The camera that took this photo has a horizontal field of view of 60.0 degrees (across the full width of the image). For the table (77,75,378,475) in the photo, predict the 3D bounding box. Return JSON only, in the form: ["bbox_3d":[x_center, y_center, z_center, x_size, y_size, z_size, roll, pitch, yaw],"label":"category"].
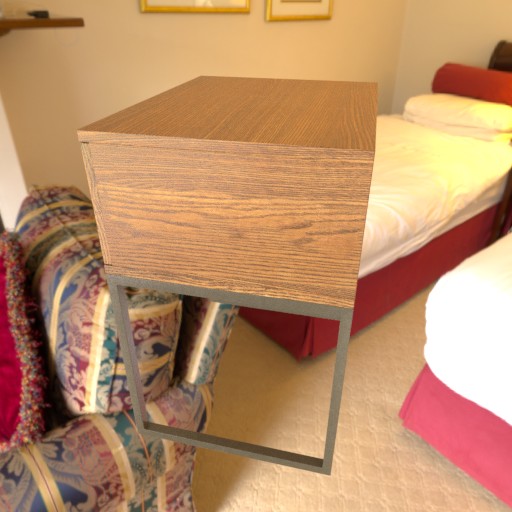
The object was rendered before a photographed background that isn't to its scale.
[{"bbox_3d":[0.000,0.000,0.905,0.400,0.610,0.482,7,31,12],"label":"table"}]
